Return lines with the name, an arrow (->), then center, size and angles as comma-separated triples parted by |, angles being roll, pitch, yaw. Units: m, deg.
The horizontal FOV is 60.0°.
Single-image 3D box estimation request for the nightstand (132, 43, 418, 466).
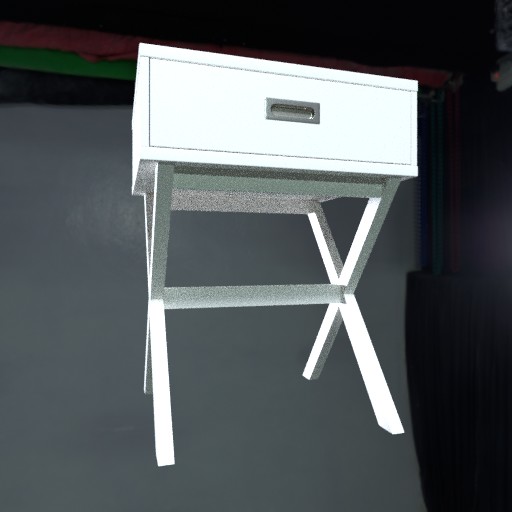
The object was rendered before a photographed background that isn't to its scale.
nightstand -> 0.000, 0.000, 0.909 | 0.479, 0.623, 0.402 | 0, 0, -17
